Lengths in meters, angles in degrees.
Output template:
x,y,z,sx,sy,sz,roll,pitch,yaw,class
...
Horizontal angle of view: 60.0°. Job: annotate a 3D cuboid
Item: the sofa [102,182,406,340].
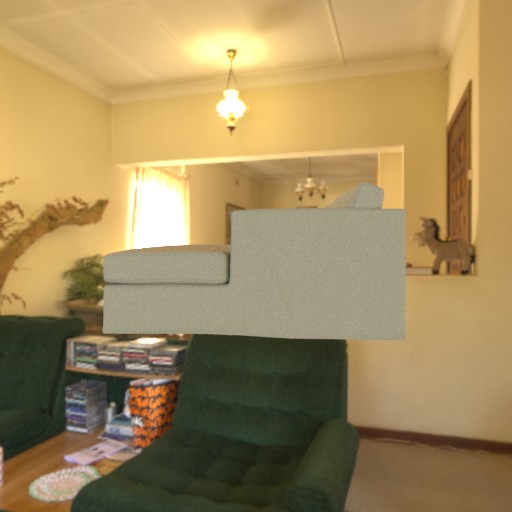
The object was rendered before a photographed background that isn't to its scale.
x,y,z,sx,sy,sz,roll,pitch,yaw,class
0.000,0.000,3.904,1.622,0.867,3.177,0,0,0,sofa
